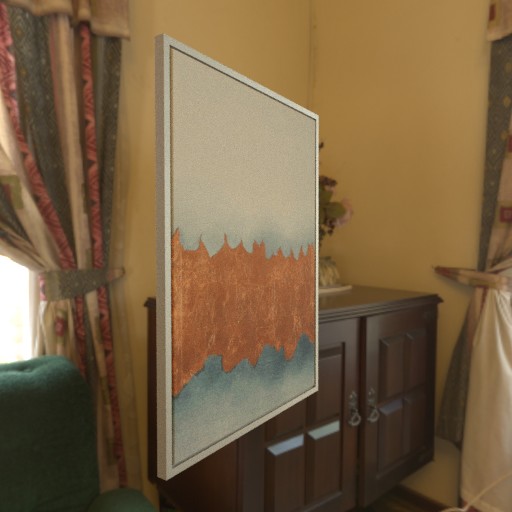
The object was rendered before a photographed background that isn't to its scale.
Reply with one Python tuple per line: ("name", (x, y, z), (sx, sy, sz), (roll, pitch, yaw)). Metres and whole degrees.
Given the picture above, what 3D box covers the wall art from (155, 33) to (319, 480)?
("wall art", (0.000, 0.000, 1.365), (0.034, 1.042, 0.789), (1, 2, 34))
